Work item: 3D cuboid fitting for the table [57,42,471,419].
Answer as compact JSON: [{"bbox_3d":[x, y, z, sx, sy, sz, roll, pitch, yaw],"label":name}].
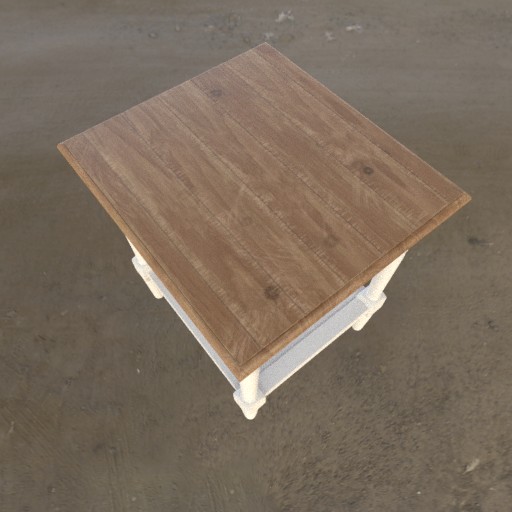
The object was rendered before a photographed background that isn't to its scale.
[{"bbox_3d":[0.000,0.000,0.951,0.457,0.561,0.508,-34,65,-19],"label":"table"}]
